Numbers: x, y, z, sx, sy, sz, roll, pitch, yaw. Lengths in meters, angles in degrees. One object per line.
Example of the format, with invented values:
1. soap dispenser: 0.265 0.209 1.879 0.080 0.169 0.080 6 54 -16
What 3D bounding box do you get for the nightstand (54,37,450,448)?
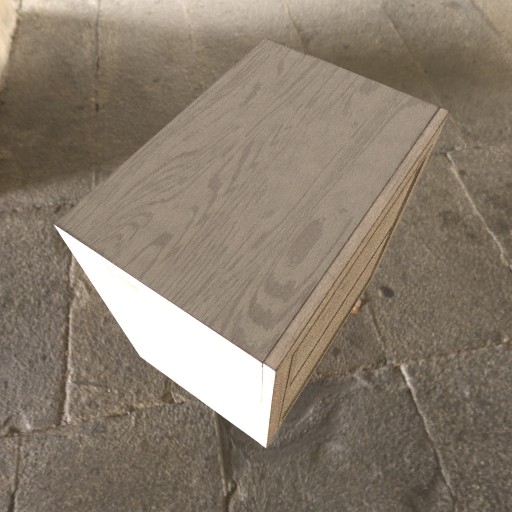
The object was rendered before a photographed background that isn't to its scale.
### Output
1. nightstand: 0.000 0.000 1.068 0.483 0.673 0.612 30 63 17
